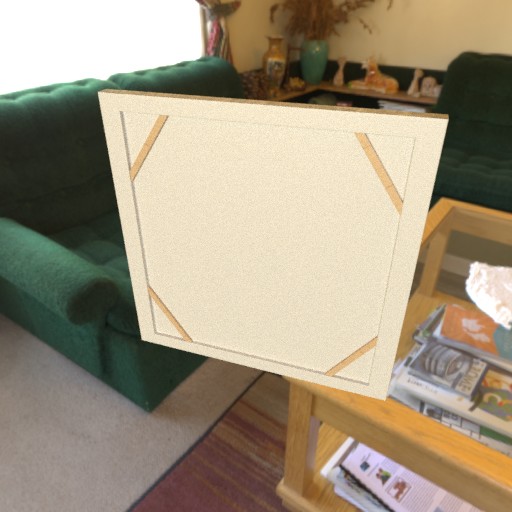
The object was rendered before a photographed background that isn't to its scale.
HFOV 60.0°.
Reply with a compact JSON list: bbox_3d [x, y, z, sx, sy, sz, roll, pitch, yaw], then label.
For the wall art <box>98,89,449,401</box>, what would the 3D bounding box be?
[{"bbox_3d":[0.000,0.000,1.625,1.092,1.091,0.051,10,33,16],"label":"wall art"}]
